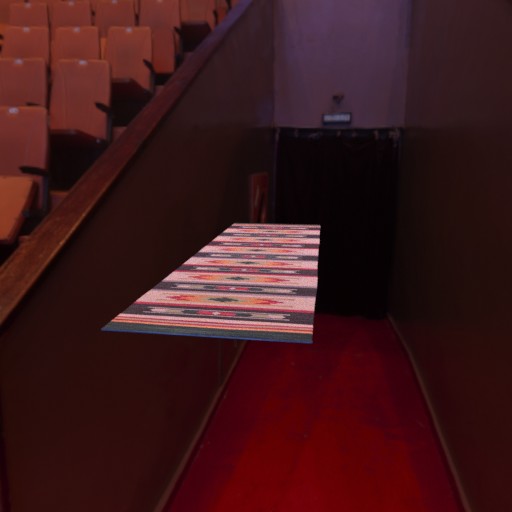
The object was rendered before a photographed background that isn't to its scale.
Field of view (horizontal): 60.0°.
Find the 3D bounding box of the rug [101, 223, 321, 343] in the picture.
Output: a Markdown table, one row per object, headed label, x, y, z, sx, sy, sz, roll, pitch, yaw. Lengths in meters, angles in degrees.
| label | x | y | z | sx | sy | sz | roll | pitch | yaw |
| --- | --- | --- | --- | --- | --- | --- | --- | --- | --- |
| rug | 0.000 | 0.000 | 2.706 | 0.760 | 0.009 | 2.440 | 2 | 13 | 8 |
